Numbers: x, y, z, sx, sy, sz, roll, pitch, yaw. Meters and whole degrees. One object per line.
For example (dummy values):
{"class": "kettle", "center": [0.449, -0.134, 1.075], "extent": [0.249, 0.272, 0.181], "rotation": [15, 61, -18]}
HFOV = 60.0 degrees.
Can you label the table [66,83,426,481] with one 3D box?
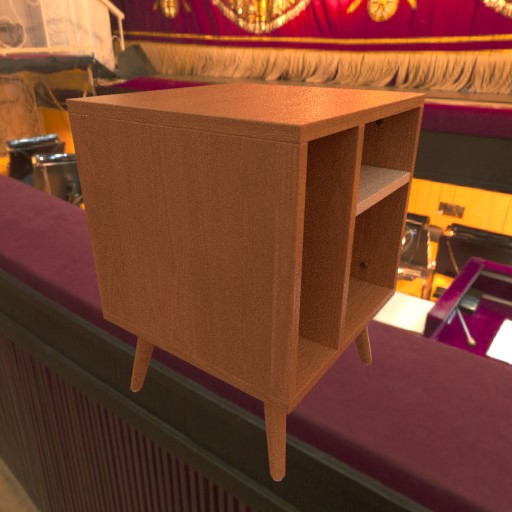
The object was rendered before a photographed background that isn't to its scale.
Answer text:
{"class": "table", "center": [0.000, 0.000, 0.807], "extent": [0.400, 0.550, 0.400], "rotation": [17, 30, 32]}
